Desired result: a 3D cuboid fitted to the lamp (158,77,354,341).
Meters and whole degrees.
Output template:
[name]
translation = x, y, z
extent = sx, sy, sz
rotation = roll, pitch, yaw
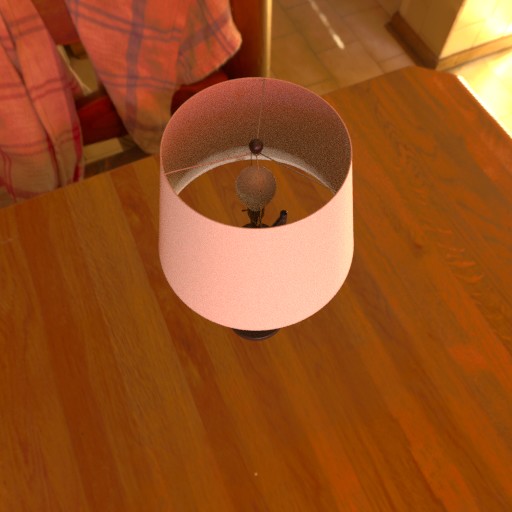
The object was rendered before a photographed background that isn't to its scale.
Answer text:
[lamp]
translation = 0.000, 0.000, 0.904
extent = 0.363, 0.696, 0.363
rotation = 0, 64, 0
